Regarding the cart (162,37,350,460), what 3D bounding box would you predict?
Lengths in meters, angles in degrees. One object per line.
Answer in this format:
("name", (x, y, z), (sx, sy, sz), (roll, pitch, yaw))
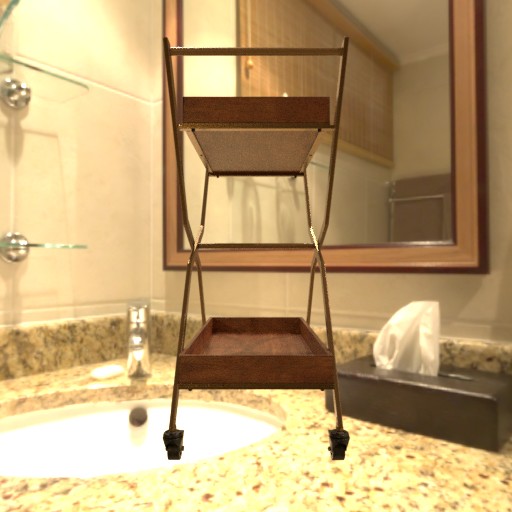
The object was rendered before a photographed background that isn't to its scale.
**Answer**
("cart", (0.000, 0.000, 1.301), (0.405, 0.869, 0.836), (0, -1, 0))
